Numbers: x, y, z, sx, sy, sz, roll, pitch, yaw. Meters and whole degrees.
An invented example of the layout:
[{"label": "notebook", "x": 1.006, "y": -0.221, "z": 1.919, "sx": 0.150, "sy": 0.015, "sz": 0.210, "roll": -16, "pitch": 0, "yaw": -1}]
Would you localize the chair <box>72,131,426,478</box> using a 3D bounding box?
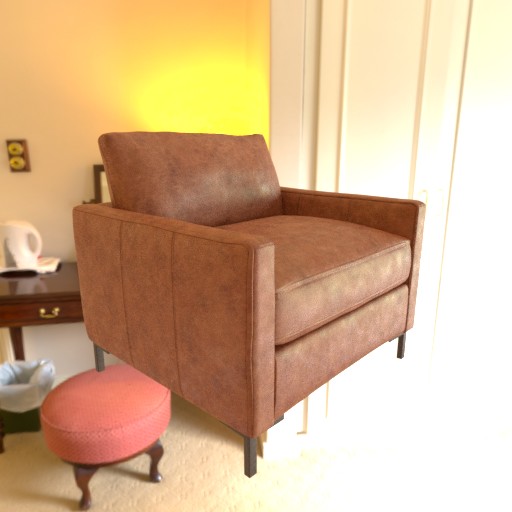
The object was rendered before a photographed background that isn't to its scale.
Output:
[{"label": "chair", "x": 0.000, "y": 0.000, "z": 1.598, "sx": 0.862, "sy": 0.869, "sz": 0.967, "roll": 13, "pitch": 20, "yaw": 41}]
